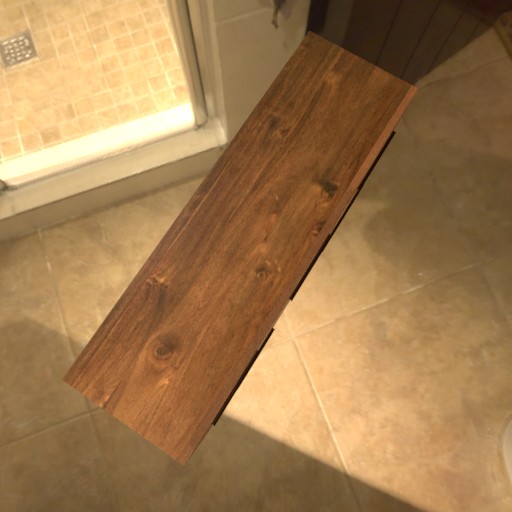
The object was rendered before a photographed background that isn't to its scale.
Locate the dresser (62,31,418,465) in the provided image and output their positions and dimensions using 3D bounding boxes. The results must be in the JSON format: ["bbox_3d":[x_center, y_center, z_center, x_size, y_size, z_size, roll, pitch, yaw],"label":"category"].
[{"bbox_3d":[0.000,0.000,1.815,0.446,0.873,1.400,32,79,7],"label":"dresser"}]
